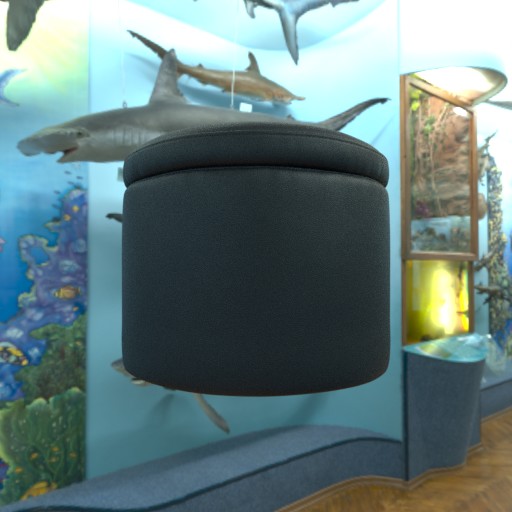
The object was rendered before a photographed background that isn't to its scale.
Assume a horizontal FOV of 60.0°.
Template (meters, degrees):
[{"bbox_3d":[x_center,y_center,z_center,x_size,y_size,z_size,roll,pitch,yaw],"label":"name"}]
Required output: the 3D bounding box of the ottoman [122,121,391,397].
[{"bbox_3d":[0.000,0.000,0.866,0.501,0.409,0.501,0,-2,0],"label":"ottoman"}]
